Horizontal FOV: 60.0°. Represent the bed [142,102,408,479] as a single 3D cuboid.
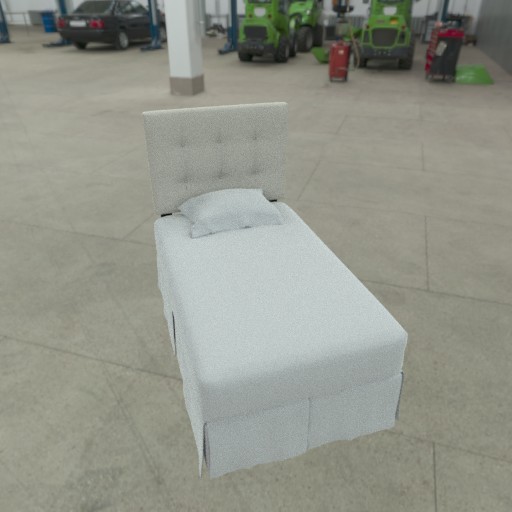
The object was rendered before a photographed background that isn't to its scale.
[{"bbox_3d":[0.000,0.000,2.991,1.261,1.571,1.997,-9,32,-15],"label":"bed"}]
